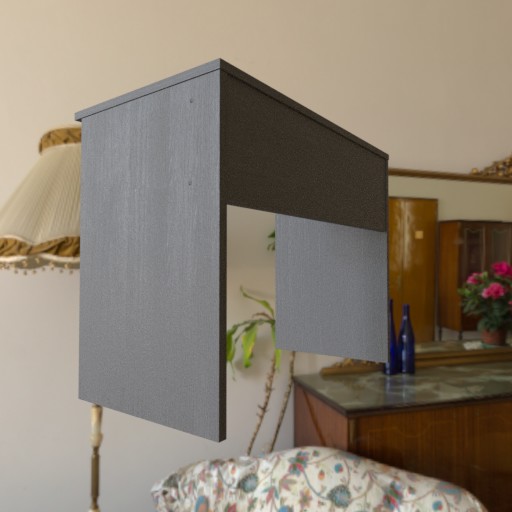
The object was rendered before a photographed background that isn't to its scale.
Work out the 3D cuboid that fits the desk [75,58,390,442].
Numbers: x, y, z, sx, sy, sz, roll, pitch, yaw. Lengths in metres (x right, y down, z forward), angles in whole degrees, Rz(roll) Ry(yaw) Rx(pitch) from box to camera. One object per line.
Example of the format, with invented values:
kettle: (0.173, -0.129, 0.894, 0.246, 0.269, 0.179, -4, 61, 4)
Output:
desk: (0.000, 0.000, 1.337, 0.498, 0.724, 0.893, -1, -2, 37)
